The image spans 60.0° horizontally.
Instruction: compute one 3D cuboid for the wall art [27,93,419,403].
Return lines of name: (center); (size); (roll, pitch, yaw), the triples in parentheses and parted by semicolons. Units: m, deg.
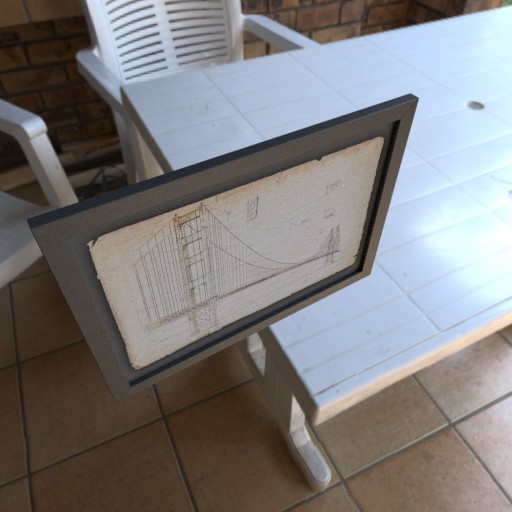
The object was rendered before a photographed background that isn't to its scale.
wall art: (0.000, 0.000, 0.548); (0.432, 0.306, 0.016); (-23, 50, -21)
